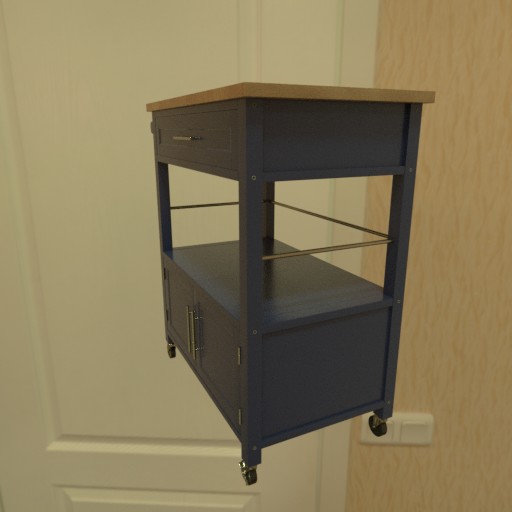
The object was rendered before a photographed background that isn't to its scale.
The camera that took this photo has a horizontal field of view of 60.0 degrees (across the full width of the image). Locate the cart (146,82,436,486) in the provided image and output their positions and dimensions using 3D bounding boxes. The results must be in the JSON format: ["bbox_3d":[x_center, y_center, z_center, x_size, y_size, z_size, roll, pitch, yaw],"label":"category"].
[{"bbox_3d":[0.000,0.000,1.351,0.459,0.901,0.840,-8,18,-25],"label":"cart"}]
